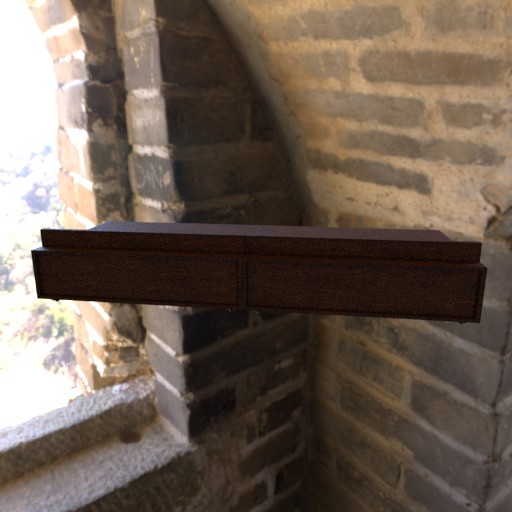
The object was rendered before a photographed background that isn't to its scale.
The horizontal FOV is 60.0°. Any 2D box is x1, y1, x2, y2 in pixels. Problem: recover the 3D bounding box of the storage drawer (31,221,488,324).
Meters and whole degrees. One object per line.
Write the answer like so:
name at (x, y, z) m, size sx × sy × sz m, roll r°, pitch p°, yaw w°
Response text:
storage drawer at (0.000, 0.000, 2.232) m, size 1.914 × 0.339 × 0.774 m, roll 2°, pitch 15°, yaw 8°
